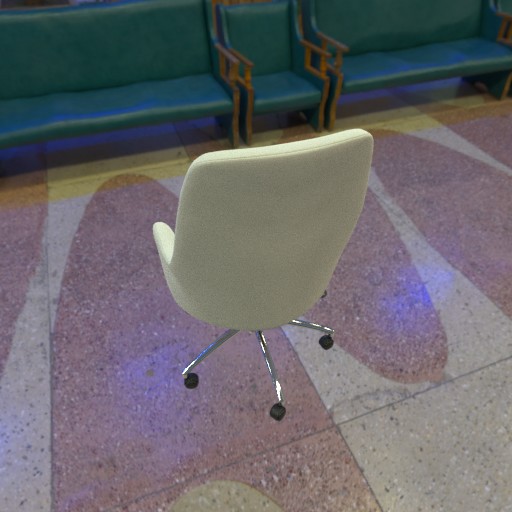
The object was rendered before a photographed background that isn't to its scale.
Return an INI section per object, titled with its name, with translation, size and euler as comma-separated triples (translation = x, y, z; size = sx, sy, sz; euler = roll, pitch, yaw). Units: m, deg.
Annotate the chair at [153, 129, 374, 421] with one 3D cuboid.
[chair]
translation = 0.000, 0.000, 1.457
size = 0.620, 1.049, 0.640
euler = -13, 44, -14
